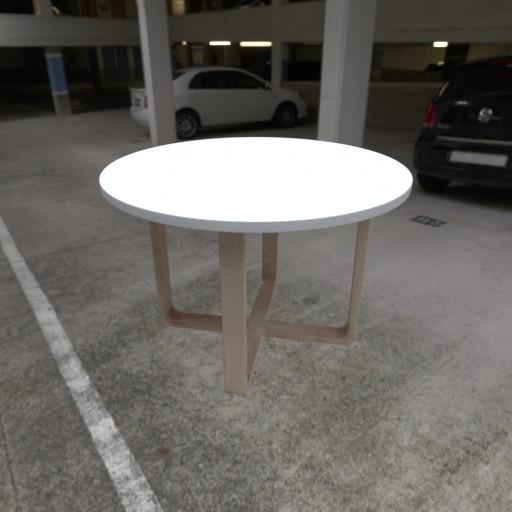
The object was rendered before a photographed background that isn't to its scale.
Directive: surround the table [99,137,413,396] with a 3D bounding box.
[{"bbox_3d":[0.000,0.000,0.977,0.600,0.400,0.600,0,26,0],"label":"table"}]
